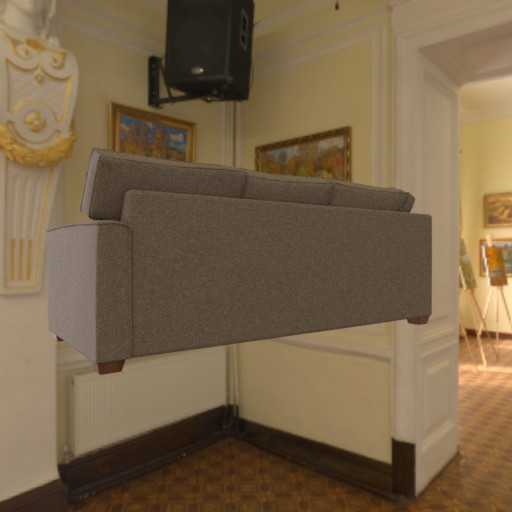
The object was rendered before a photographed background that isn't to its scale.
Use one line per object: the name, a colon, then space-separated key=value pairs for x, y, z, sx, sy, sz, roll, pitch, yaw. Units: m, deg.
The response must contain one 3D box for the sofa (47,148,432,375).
sofa: x=0.000 y=0.000 z=2.853 sx=2.317 sy=0.962 sz=1.061 roll=0 pitch=1 yaw=-35
